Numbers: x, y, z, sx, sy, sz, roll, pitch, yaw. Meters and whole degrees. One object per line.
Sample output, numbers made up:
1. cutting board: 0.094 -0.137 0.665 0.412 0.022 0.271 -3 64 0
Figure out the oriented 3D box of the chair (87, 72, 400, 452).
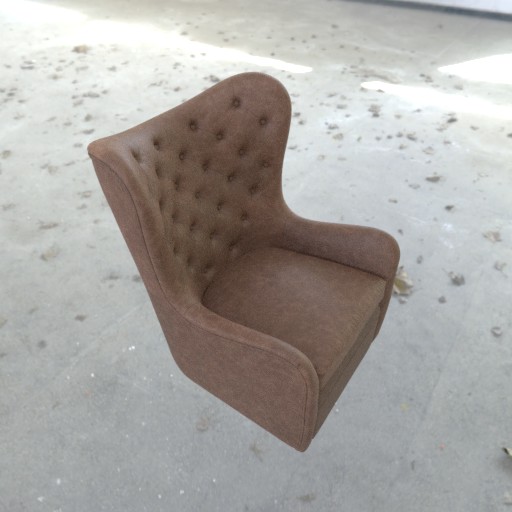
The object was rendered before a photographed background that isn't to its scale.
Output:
1. chair: 0.000 0.000 1.714 0.930 1.079 0.831 24 46 25
